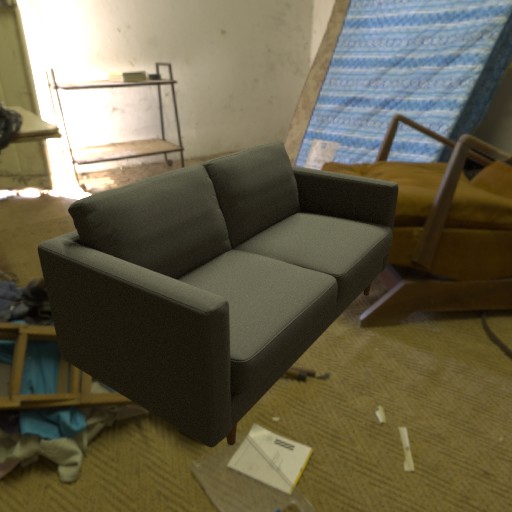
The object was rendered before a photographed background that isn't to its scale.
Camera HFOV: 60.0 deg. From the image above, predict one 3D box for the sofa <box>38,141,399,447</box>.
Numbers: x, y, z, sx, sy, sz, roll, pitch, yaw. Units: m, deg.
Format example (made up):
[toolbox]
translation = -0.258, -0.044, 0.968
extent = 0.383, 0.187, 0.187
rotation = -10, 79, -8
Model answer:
[sofa]
translation = 0.000, 0.000, 2.222
extent = 0.940, 0.866, 1.713
rotation = 16, 30, 31
